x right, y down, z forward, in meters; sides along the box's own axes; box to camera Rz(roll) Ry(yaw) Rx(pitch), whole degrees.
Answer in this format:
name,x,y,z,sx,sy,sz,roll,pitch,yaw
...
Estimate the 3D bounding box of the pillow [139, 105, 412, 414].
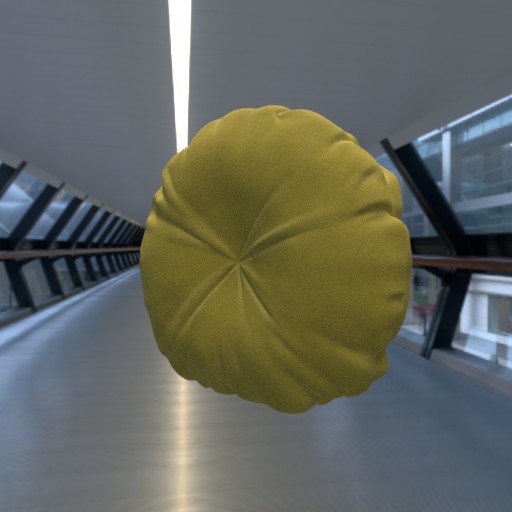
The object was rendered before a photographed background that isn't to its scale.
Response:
name,x,y,z,sx,sy,sz,roll,pitch,yaw
pillow,0.000,0.000,0.625,0.428,0.407,0.148,0,0,35
